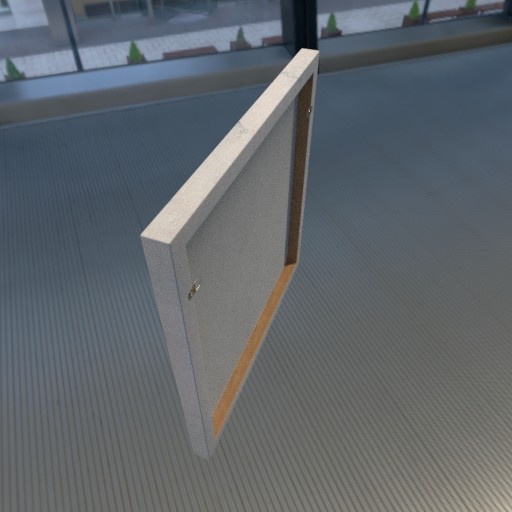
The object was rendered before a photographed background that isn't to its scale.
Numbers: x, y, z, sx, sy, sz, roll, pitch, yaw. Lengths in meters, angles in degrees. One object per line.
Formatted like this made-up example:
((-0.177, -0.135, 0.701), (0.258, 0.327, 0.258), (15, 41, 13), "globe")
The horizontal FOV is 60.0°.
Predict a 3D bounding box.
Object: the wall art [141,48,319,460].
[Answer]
((0.000, 0.000, 0.907), (0.040, 0.612, 0.612), (15, 47, 15), "wall art")
